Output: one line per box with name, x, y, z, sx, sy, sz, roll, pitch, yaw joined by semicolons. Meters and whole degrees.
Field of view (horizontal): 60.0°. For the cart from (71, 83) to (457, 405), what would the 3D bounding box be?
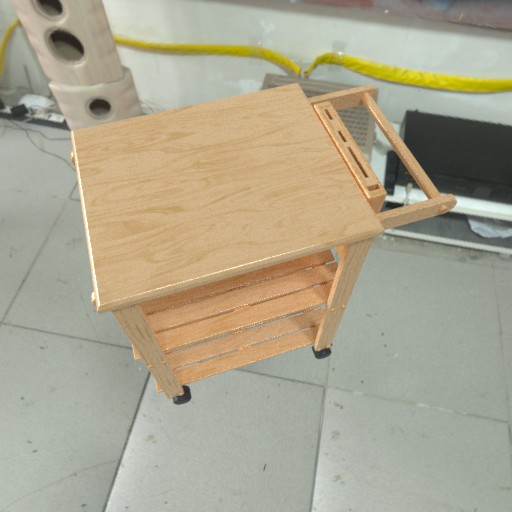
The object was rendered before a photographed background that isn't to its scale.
cart;0.000;0.000;1.383;0.843;0.816;0.520;-15;59;-9
